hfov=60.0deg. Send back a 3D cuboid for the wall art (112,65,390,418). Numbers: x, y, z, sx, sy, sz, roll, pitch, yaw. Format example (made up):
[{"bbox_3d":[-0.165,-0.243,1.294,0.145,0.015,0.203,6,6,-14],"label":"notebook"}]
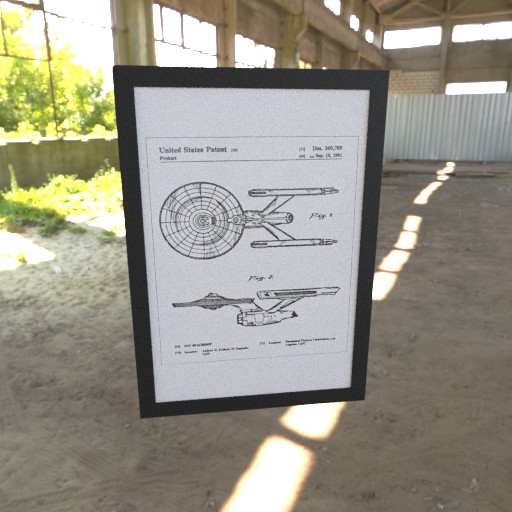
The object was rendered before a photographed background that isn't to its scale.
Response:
[{"bbox_3d":[0.000,0.000,0.674,0.379,0.530,0.008,-2,16,-8],"label":"wall art"}]
